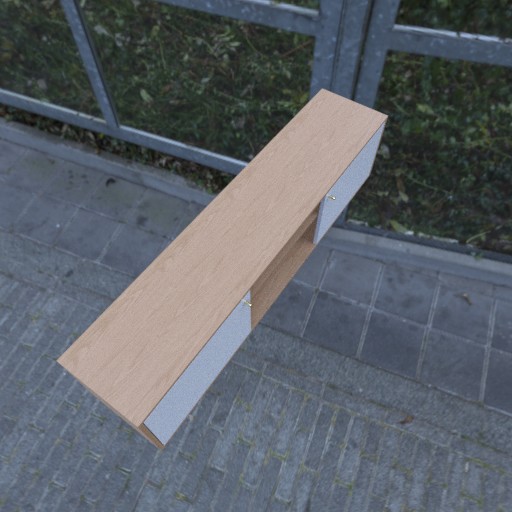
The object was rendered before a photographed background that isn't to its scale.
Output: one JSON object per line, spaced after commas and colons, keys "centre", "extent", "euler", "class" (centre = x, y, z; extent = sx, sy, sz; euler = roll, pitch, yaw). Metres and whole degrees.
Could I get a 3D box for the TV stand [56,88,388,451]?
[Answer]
{"centre": [0.000, 0.000, 2.056], "extent": [0.400, 0.580, 1.760], "euler": [30, 62, 18], "class": "TV stand"}
